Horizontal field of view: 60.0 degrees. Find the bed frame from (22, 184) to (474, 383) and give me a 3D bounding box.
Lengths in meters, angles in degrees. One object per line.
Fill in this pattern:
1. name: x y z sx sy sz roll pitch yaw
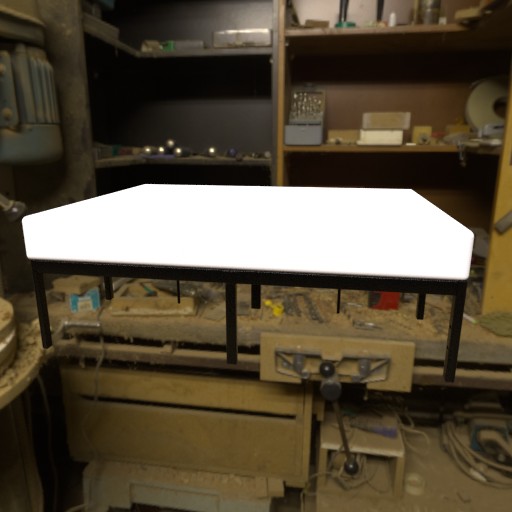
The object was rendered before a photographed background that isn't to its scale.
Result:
1. bed frame: 0.000 0.000 2.614 1.956 0.659 1.408 3 16 9
